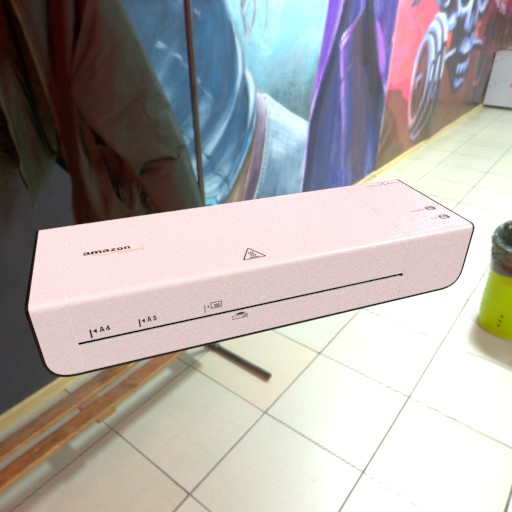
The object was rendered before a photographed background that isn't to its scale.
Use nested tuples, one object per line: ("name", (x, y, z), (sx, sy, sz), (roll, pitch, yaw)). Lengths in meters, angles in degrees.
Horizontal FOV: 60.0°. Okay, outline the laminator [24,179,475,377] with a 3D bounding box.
("laminator", (0.000, 0.000, 0.380), (0.340, 0.062, 0.123), (-10, 33, -17))
